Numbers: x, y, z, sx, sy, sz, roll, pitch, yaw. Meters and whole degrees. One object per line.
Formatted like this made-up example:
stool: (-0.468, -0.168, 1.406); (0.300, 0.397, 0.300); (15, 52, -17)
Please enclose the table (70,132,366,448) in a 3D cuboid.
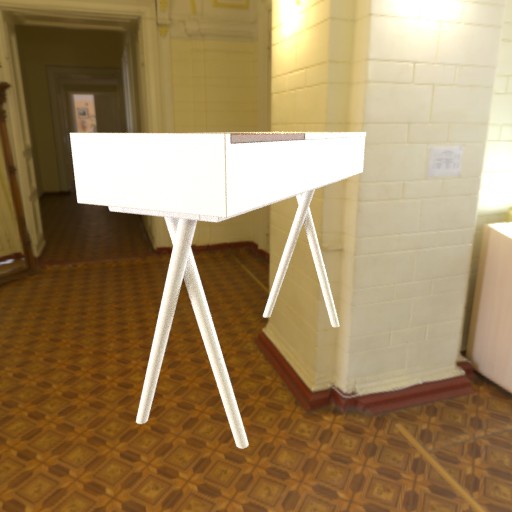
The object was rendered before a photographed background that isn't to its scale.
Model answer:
table: (0.000, 0.000, 1.459); (0.418, 0.785, 1.066); (8, 18, 26)
